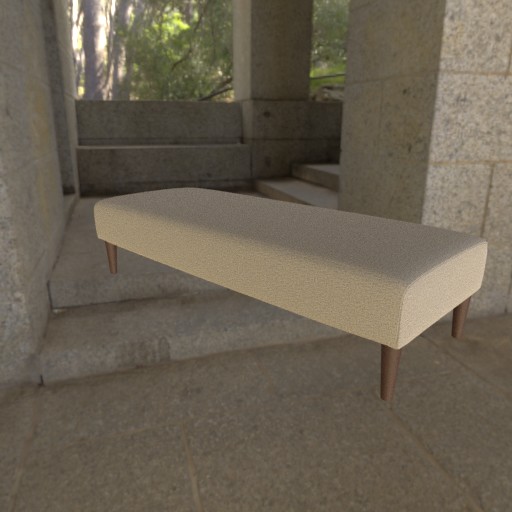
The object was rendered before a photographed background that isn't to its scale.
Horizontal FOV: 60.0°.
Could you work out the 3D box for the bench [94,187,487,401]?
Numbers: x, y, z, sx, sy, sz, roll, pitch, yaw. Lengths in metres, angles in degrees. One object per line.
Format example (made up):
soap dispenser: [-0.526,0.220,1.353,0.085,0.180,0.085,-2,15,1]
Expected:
bench: [0.000,0.000,1.860,1.609,0.393,0.646,16,23,42]
